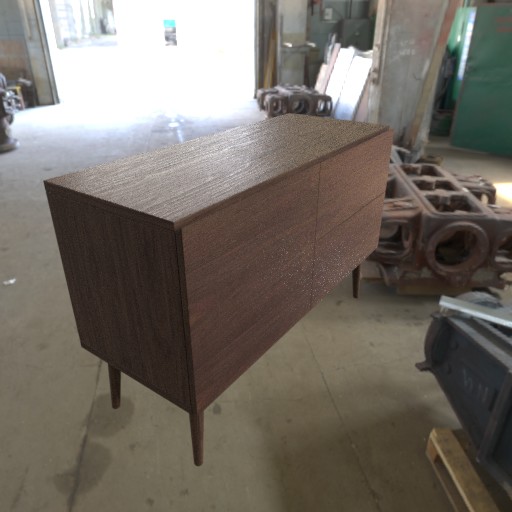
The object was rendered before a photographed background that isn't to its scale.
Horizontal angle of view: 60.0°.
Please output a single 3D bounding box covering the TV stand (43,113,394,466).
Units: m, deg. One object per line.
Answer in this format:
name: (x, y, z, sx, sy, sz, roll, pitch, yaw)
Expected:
TV stand: (0.000, 0.000, 1.346, 0.405, 0.660, 0.990, 18, 33, 31)
